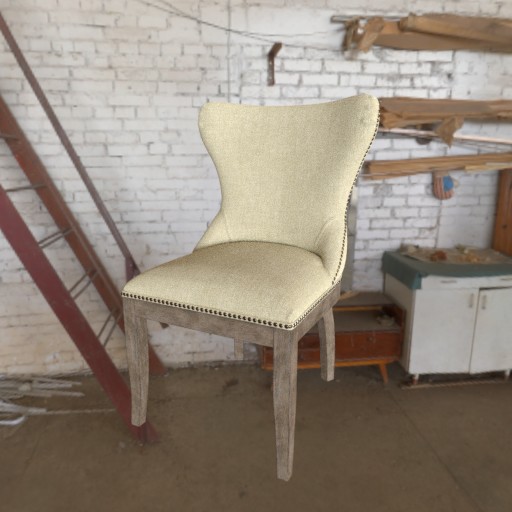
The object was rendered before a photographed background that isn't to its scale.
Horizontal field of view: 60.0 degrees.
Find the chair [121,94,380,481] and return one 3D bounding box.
[{"bbox_3d":[0.000,0.000,1.439,0.654,1.002,0.681,7,16,26],"label":"chair"}]
